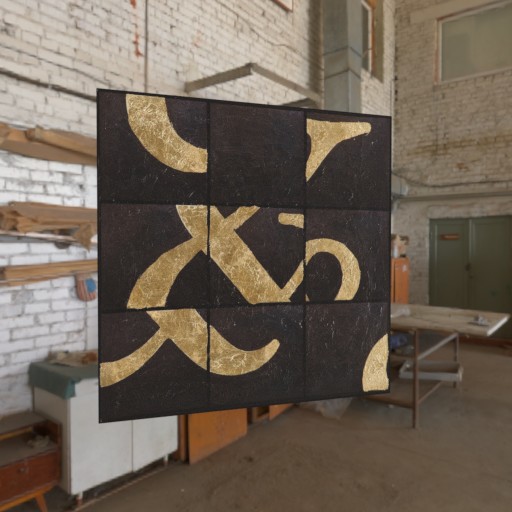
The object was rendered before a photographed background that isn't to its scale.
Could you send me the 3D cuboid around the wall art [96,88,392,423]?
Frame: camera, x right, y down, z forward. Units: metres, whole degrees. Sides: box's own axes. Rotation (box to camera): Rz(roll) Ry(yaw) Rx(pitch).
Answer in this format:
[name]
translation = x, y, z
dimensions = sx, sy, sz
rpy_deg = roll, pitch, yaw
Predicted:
[wall art]
translation = 0.000, 0.000, 1.127
dimensions = 0.758, 0.758, 0.044
rpy_deg = 0, 1, -16
